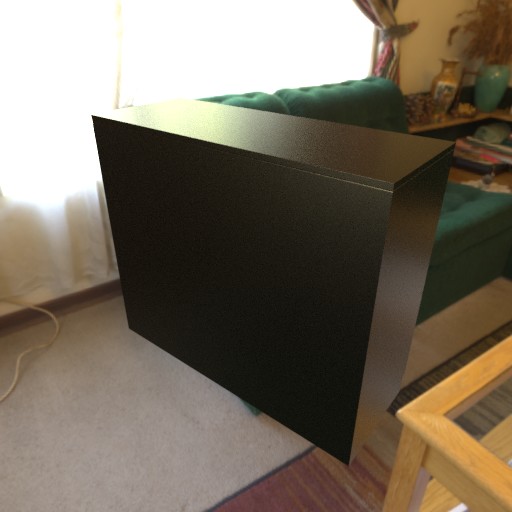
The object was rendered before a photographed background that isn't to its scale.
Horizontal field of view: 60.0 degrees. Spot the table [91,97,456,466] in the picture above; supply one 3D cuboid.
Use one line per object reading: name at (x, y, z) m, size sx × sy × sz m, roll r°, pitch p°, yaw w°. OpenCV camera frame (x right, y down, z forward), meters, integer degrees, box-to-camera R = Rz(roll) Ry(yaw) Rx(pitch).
table at (0.000, 0.000, 1.366) m, size 0.930 × 0.790 × 0.380 m, roll 21°, pitch 36°, yaw 33°
